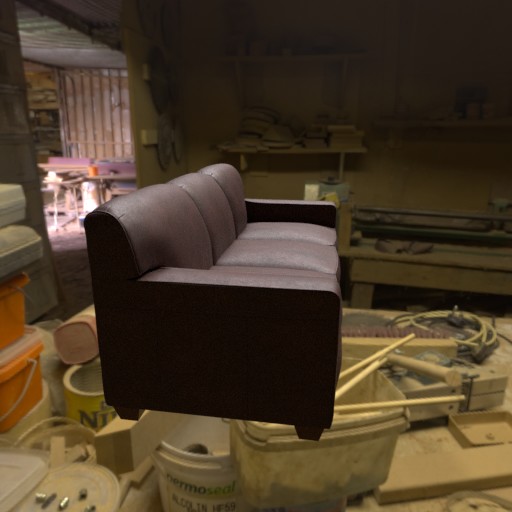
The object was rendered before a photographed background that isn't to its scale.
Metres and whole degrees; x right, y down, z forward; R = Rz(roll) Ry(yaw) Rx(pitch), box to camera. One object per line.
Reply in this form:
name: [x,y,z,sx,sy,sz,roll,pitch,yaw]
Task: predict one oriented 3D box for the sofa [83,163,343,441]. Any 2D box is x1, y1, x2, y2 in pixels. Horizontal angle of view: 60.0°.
sofa: [0.000,0.000,2.619,1.008,0.953,2.039,3,16,9]
